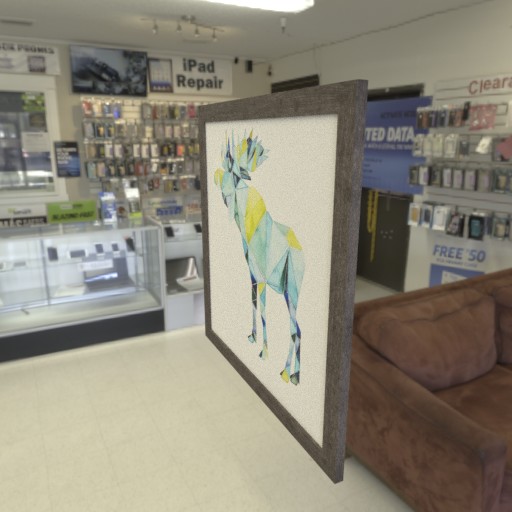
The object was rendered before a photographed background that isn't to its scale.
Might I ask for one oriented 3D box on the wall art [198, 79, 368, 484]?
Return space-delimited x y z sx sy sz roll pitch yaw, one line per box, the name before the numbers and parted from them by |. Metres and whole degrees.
wall art | 0.000 0.000 0.675 0.013 0.457 0.457 -7 17 -25
